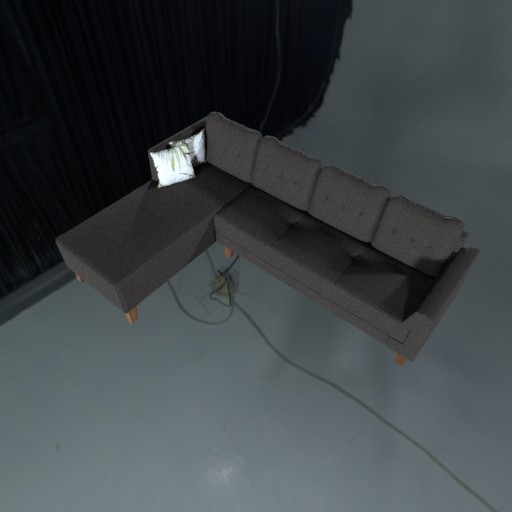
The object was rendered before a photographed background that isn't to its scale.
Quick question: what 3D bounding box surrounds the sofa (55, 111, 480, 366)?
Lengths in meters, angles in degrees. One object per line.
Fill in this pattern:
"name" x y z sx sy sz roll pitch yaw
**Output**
"sofa" 0.000 0.000 3.431 2.679 0.932 1.829 31 54 26
